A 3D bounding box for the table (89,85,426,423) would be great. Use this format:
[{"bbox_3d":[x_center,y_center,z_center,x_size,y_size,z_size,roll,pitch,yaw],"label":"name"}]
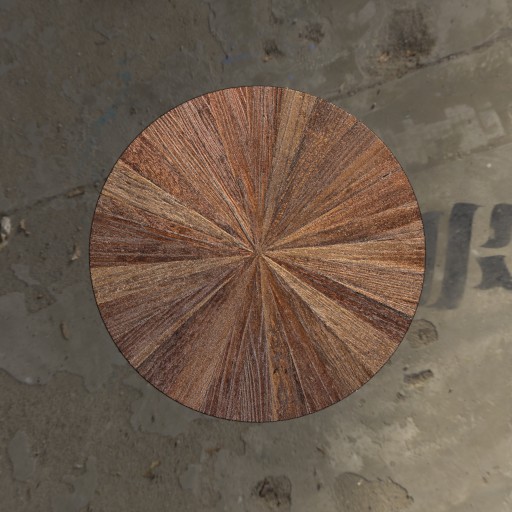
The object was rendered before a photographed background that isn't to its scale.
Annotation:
[{"bbox_3d":[0.000,0.000,1.487,0.885,0.658,0.885,0,88,-1],"label":"table"}]
